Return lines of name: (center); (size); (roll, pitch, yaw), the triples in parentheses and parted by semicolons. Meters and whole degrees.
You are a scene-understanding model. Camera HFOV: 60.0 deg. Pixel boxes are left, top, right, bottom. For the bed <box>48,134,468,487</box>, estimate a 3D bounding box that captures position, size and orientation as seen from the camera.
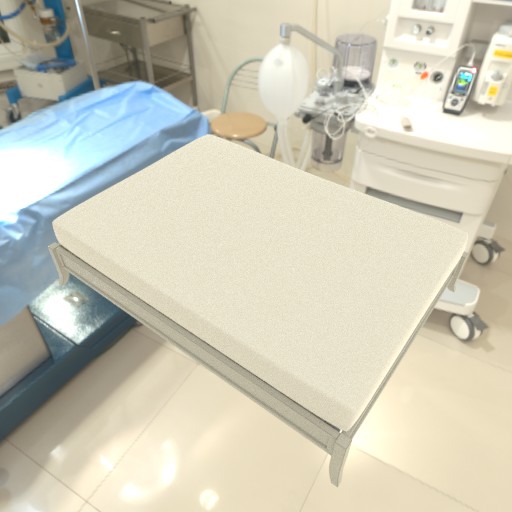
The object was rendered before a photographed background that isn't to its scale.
bed: (0.000, 0.000, 2.581); (1.985, 0.510, 1.460); (27, 48, 27)
